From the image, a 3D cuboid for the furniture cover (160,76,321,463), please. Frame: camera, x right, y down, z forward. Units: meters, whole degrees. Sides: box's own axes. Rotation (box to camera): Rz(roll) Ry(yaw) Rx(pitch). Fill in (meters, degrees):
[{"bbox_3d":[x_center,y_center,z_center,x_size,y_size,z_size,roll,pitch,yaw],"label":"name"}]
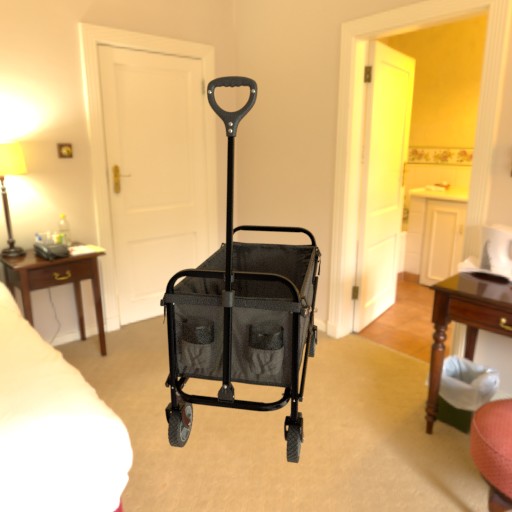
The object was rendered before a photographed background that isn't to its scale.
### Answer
[{"bbox_3d":[0.000,0.000,1.837,0.532,1.295,1.038,3,15,11],"label":"furniture cover"}]
